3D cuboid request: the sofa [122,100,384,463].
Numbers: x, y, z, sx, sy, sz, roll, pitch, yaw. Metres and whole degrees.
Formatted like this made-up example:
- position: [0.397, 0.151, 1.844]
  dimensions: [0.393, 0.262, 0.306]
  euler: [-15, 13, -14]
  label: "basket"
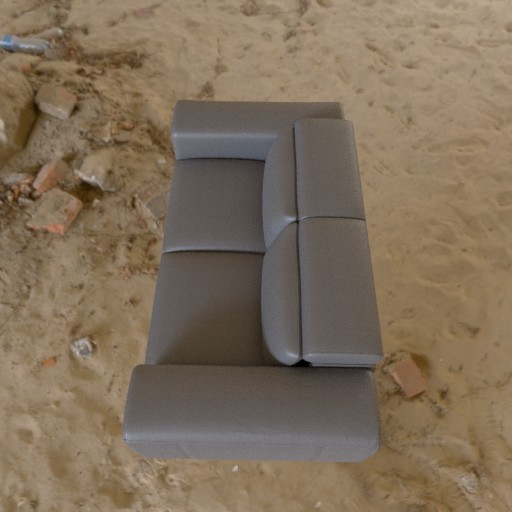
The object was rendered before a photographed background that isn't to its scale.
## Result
- position: [0.000, 0.000, 2.333]
  dimensions: [1.024, 0.753, 1.930]
  euler: [1, 59, 1]
  label: "sofa"
